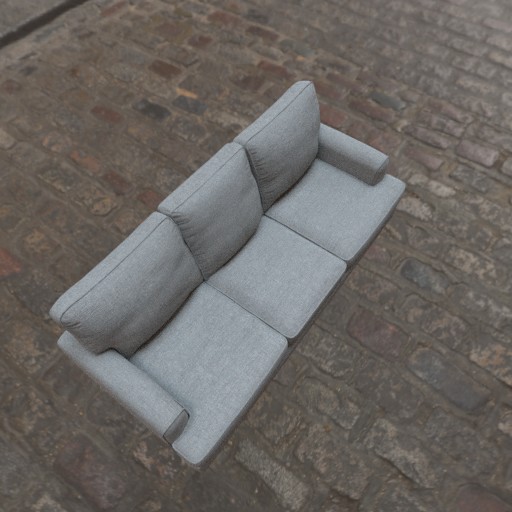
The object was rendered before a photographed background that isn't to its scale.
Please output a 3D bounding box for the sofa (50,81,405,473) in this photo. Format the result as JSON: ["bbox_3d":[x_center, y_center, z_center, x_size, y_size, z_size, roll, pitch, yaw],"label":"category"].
[{"bbox_3d":[0.000,0.000,2.614,0.951,0.965,2.158,32,63,19],"label":"sofa"}]
